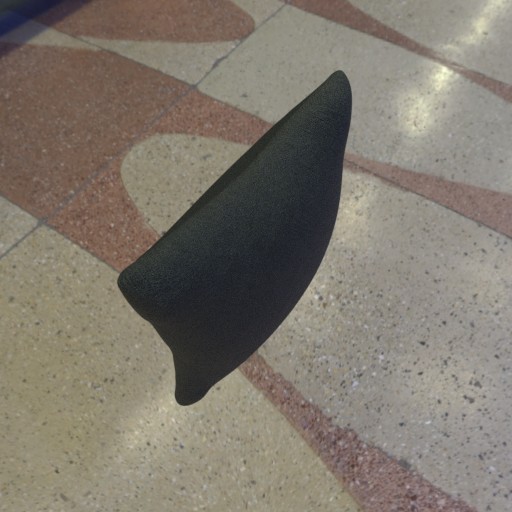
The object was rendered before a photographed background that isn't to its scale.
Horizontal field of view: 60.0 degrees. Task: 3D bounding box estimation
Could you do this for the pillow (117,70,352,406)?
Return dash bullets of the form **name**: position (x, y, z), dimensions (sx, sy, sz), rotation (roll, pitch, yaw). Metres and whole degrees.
- **pillow**: position (0.000, 0.000, 0.835), dimensions (0.210, 0.523, 0.533), rotation (31, 62, 18)
